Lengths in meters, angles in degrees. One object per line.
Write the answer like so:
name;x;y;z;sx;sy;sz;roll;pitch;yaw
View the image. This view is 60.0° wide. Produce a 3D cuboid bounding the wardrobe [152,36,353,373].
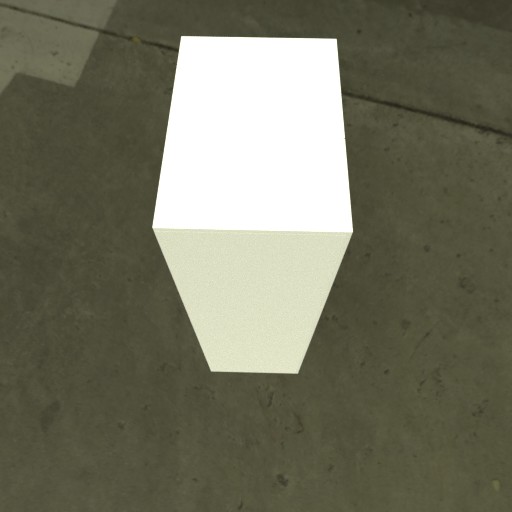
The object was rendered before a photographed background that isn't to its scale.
wardrobe;0.000;0.000;2.431;0.600;2.040;0.860;1;63;1
